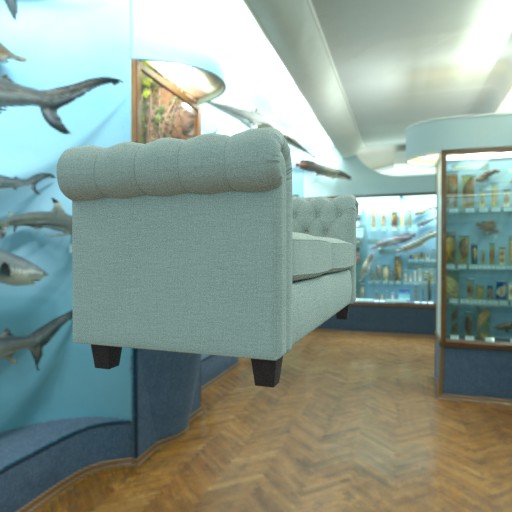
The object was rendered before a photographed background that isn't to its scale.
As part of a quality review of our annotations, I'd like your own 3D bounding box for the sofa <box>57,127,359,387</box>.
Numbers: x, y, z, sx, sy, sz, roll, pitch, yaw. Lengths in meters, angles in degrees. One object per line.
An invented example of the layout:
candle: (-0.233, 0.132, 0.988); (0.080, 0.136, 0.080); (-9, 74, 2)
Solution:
sofa: (0.000, 0.000, 2.190); (0.783, 0.797, 1.798); (0, 1, 20)
